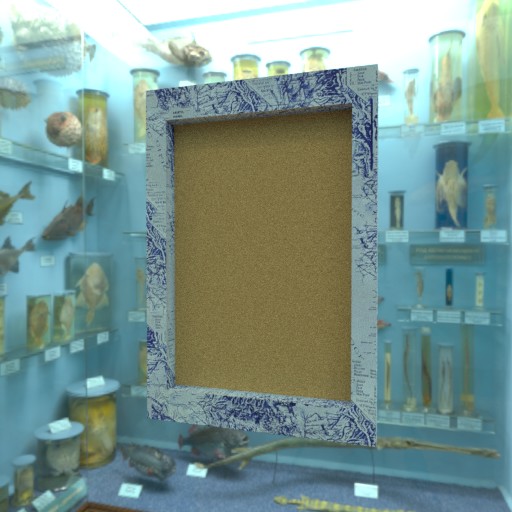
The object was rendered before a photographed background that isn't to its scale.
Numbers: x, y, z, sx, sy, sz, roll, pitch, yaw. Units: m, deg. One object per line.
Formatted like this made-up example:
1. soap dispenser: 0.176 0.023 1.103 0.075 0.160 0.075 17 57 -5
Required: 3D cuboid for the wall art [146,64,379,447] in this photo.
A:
1. wall art: 0.000 0.000 0.483 0.255 0.376 0.025 0 1 17
